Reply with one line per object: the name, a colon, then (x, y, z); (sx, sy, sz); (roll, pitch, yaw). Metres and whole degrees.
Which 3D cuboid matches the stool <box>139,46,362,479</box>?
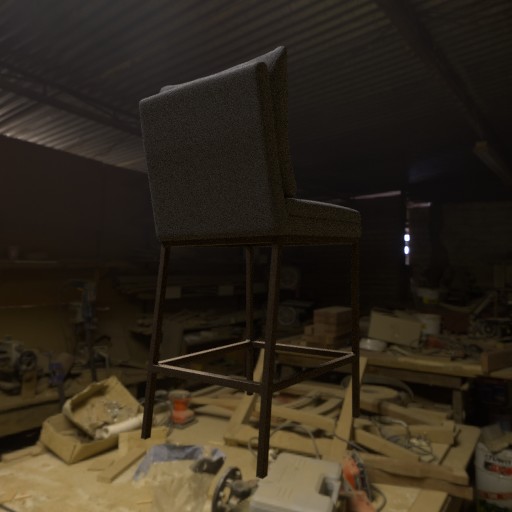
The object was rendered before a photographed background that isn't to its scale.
stool: (0.000, 0.000, 1.358); (0.463, 1.031, 0.569); (-1, -2, 36)
